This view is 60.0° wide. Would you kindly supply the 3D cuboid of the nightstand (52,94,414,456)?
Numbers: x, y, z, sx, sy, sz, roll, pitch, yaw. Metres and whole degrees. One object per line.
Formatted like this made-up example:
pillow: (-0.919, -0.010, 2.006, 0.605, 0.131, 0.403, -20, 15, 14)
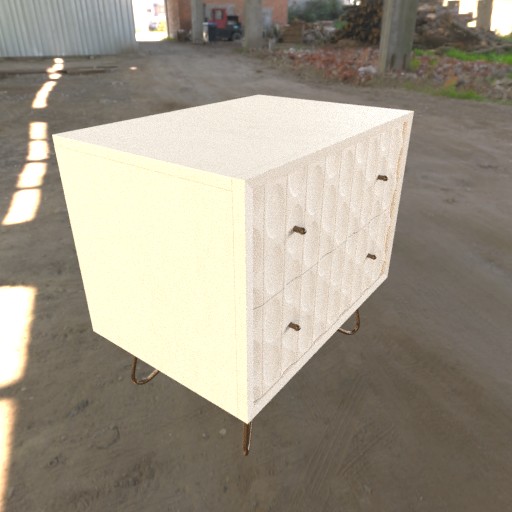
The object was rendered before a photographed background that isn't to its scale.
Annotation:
nightstand: (0.000, 0.000, 1.023, 0.447, 0.604, 0.614, 19, 33, 32)
